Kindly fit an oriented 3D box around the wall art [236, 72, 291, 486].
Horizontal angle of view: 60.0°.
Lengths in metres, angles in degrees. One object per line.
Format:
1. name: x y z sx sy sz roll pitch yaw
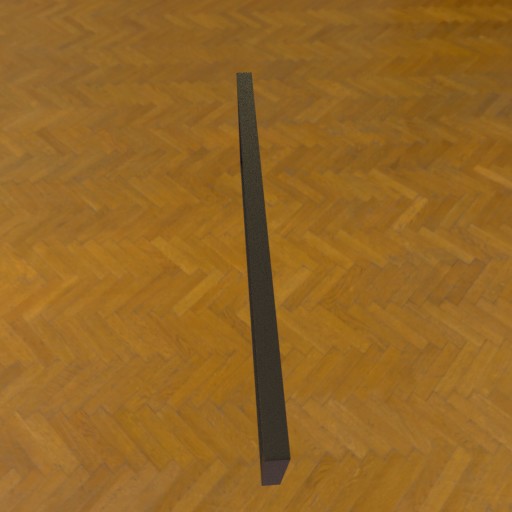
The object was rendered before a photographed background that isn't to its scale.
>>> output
1. wall art: 0.000 0.000 0.962 0.037 0.303 0.860 -3 57 -2
